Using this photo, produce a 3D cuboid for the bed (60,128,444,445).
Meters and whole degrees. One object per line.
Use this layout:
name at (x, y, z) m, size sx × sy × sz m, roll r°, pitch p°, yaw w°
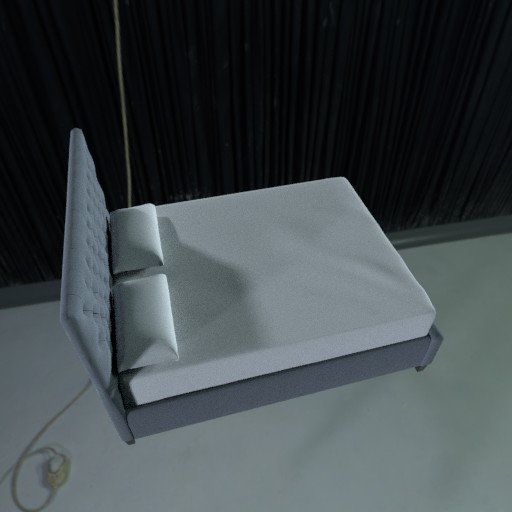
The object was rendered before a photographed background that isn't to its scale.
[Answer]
bed at (0.000, 0.000, 3.182) m, size 2.231 × 1.427 × 1.698 m, roll -11°, pitch 47°, yaw -10°
